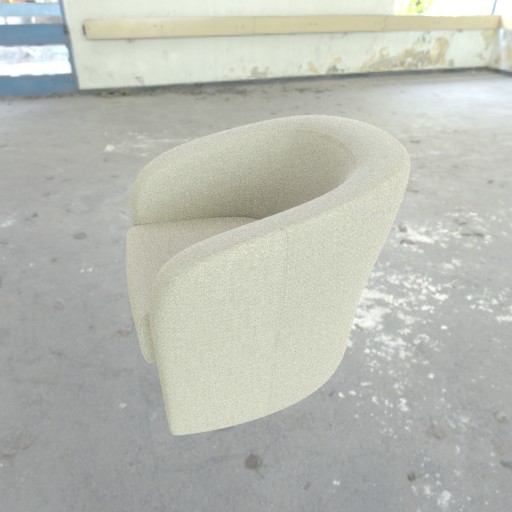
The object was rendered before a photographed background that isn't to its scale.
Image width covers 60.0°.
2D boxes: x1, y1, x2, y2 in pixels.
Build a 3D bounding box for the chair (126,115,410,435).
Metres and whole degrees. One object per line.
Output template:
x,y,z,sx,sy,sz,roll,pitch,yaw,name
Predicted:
0.000,0.000,1.433,0.815,0.771,0.791,-9,32,-15,chair
